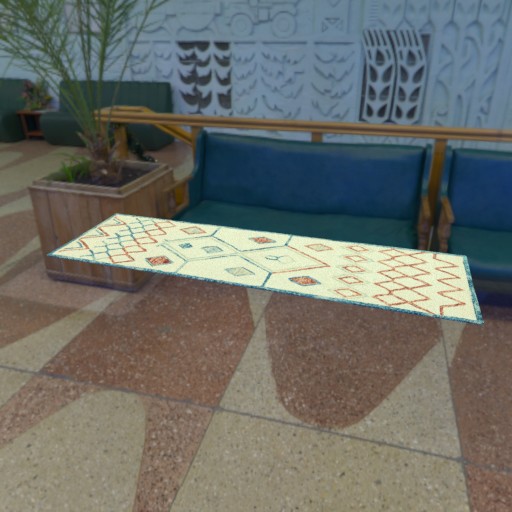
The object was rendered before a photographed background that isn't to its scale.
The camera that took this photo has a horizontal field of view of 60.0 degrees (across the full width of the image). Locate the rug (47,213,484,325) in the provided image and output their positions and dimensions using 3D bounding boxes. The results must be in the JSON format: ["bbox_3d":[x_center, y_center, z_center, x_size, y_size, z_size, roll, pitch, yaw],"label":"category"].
[{"bbox_3d":[0.000,0.000,2.687,2.435,0.011,0.750,8,27,16],"label":"rug"}]
